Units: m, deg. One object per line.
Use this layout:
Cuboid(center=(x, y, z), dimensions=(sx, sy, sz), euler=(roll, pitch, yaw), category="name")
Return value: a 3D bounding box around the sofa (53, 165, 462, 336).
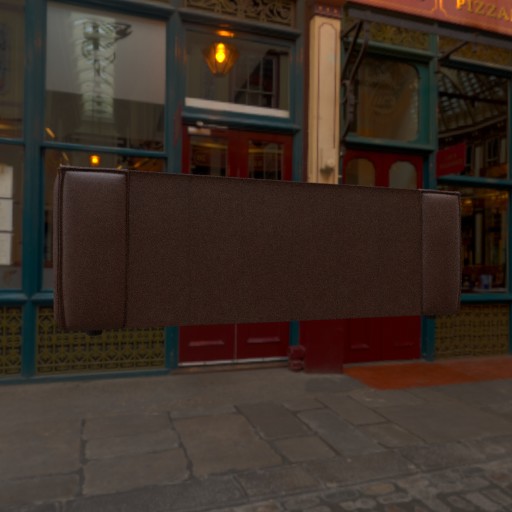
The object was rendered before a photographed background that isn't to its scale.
Cuboid(center=(0.000, 0.000, 2.573), dimensions=(2.088, 0.703, 1.102), euler=(0, -1, -19), category="sofa")
